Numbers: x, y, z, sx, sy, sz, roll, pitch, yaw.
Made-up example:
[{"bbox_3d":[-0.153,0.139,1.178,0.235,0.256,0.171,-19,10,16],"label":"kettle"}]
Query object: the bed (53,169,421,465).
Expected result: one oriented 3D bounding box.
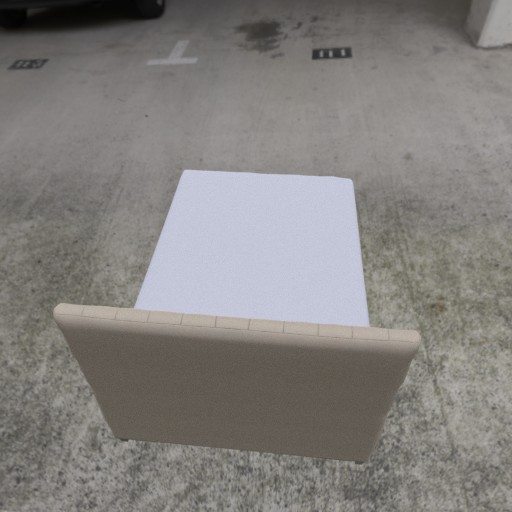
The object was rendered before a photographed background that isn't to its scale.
[{"bbox_3d":[0.000,0.000,3.296,1.698,1.427,2.387,4,46,4],"label":"bed"}]
